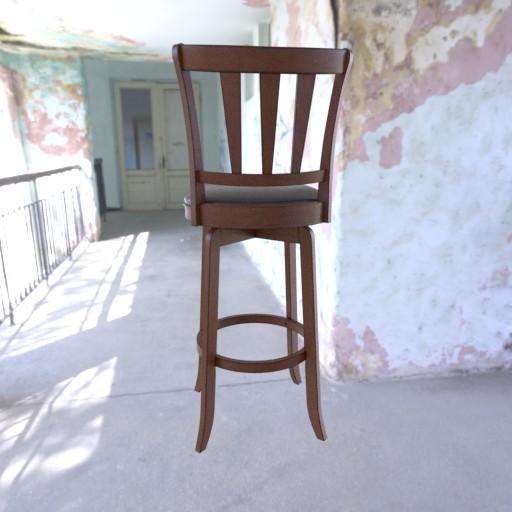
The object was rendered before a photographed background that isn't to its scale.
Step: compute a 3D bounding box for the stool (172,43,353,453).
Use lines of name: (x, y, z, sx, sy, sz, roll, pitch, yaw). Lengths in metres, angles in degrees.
stool: (0.000, 0.000, 1.421, 0.464, 1.177, 0.503, -2, 15, -8)
